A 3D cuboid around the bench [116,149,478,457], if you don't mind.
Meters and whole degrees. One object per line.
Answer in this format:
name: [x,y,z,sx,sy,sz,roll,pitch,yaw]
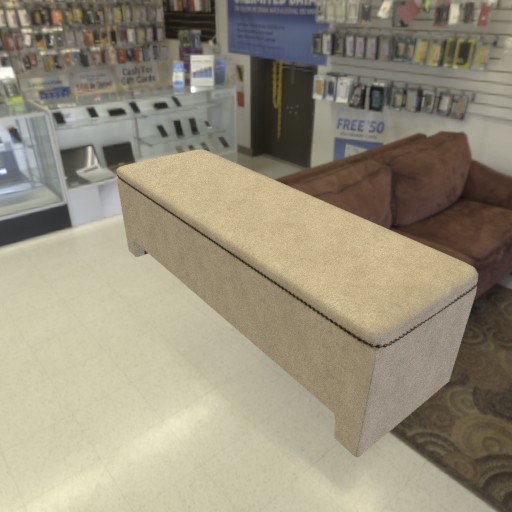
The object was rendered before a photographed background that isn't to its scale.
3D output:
bench: [0.000,0.000,1.711,0.470,0.447,1.482,-22,37,-32]
